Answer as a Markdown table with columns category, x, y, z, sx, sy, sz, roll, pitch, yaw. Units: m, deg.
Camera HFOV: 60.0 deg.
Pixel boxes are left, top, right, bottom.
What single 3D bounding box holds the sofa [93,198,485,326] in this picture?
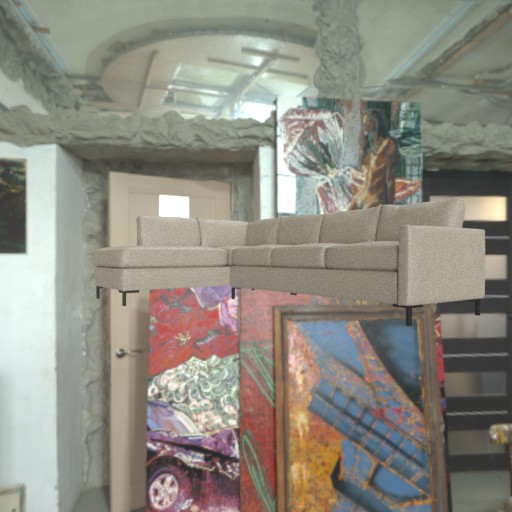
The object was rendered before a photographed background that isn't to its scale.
| category | x | y | z | sx | sy | sz | roll | pitch | yaw |
| --- | --- | --- | --- | --- | --- | --- | --- | --- | --- |
| sofa | 0.000 | 0.000 | 3.123 | 1.617 | 0.703 | 2.423 | 0 | 0 | -35 |
